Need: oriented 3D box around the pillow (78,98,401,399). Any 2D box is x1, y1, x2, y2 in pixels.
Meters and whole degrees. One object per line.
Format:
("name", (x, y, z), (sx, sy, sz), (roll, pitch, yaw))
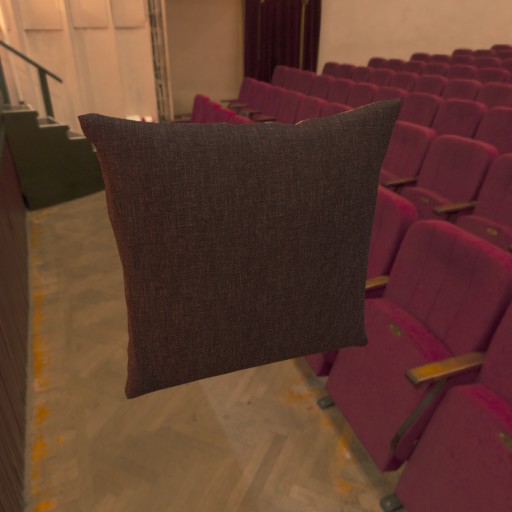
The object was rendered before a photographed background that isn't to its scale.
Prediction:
("pillow", (0.000, 0.000, 0.780), (0.510, 0.510, 0.145), (-9, 28, -17))
